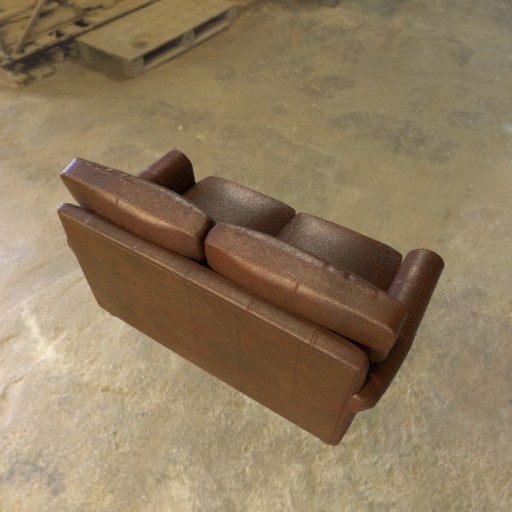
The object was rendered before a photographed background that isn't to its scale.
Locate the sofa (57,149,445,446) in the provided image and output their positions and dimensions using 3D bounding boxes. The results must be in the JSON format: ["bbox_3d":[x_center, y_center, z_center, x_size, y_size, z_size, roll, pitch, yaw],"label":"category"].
[{"bbox_3d":[0.000,0.000,2.166,1.616,0.976,0.990,25,53,21],"label":"sofa"}]
